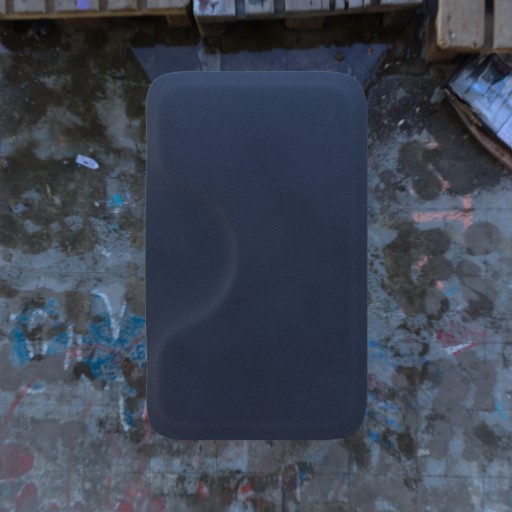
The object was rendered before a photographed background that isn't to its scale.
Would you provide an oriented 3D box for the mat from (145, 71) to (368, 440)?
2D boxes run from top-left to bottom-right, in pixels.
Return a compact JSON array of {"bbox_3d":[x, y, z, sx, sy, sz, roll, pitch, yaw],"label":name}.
[{"bbox_3d":[0.000,0.000,1.825,0.918,0.013,1.524,0,90,1],"label":"mat"}]
